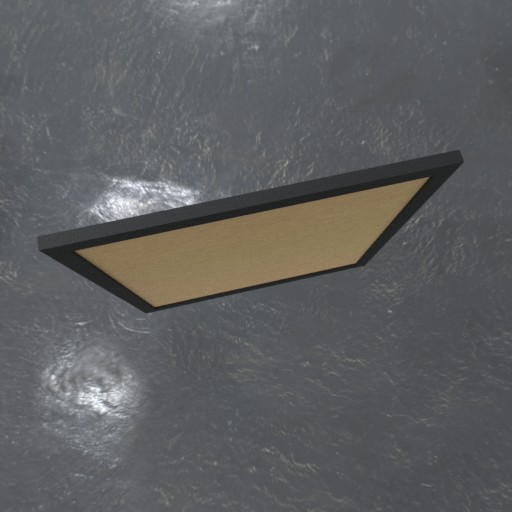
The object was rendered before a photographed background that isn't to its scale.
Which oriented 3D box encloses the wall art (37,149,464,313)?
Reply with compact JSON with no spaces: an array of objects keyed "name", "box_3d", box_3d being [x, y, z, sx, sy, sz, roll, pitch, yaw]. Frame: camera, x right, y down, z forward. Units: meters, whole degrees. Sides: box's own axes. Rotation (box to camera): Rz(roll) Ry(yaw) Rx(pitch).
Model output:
[{"name":"wall art","box_3d":[0.000,0.000,0.537,0.358,0.357,0.012,-12,75,-3]}]
